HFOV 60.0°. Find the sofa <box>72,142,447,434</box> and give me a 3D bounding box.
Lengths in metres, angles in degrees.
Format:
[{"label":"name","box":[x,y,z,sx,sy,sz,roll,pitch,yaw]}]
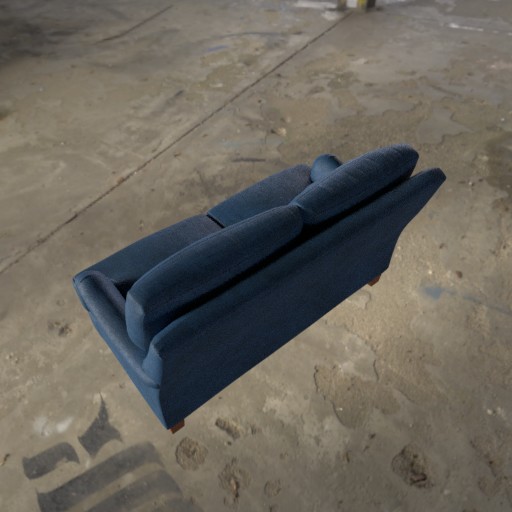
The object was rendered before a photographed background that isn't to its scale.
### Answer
[{"label":"sofa","box":[0.000,0.000,2.554,1.853,1.101,1.084,-30,52,-27]}]
